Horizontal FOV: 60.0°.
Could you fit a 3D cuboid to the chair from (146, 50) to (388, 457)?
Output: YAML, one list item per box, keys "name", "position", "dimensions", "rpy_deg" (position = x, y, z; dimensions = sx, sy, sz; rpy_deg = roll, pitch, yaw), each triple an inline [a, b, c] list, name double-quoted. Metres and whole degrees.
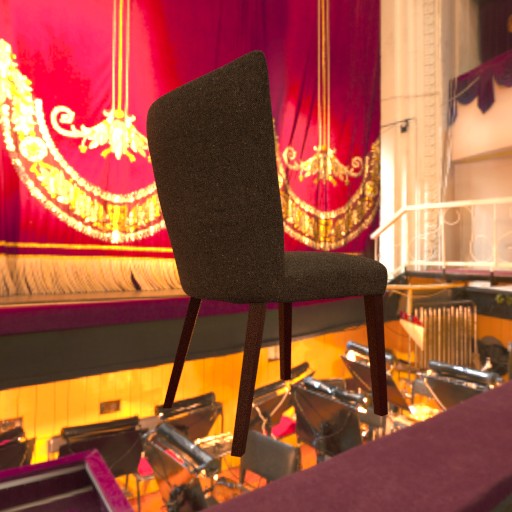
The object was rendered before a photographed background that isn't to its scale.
- name: "chair"
  position: [0.000, 0.000, 1.303]
  dimensions: [0.623, 0.924, 0.535]
  rpy_deg: [0, 0, -35]
